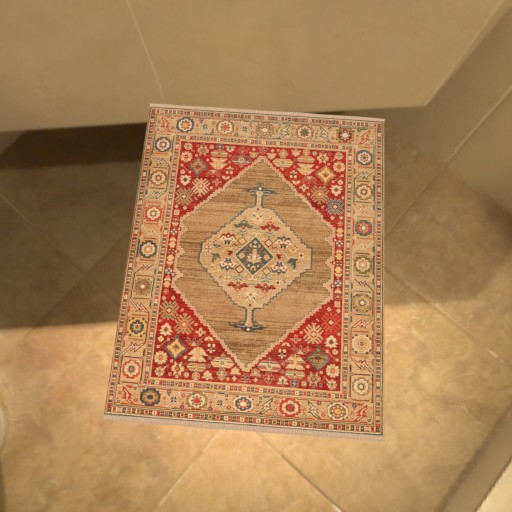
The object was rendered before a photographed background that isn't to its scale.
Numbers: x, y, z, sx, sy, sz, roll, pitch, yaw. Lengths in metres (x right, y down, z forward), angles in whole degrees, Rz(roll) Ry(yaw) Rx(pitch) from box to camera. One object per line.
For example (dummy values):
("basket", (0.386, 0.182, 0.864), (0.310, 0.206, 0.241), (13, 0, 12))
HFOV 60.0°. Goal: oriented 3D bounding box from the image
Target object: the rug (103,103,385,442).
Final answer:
("rug", (0.000, 0.000, 4.225), (2.451, 0.008, 3.143), (4, 76, 1))
